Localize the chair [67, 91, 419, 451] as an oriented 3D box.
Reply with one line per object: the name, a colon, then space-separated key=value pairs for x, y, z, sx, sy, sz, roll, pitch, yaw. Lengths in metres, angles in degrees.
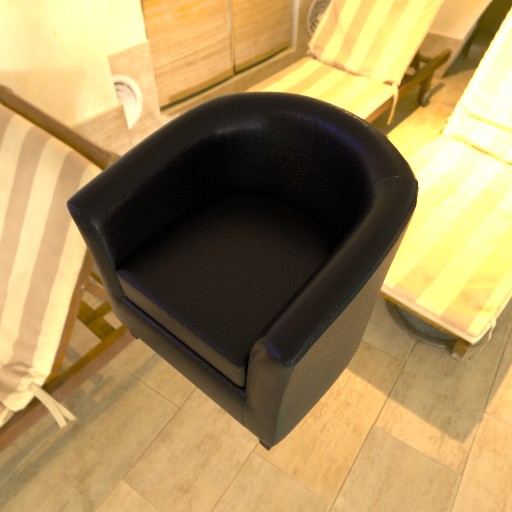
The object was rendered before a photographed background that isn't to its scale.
chair: x=0.000 y=0.000 z=1.395 sx=0.793 sy=0.756 sz=0.727 roll=31 pitch=54 yaw=26
